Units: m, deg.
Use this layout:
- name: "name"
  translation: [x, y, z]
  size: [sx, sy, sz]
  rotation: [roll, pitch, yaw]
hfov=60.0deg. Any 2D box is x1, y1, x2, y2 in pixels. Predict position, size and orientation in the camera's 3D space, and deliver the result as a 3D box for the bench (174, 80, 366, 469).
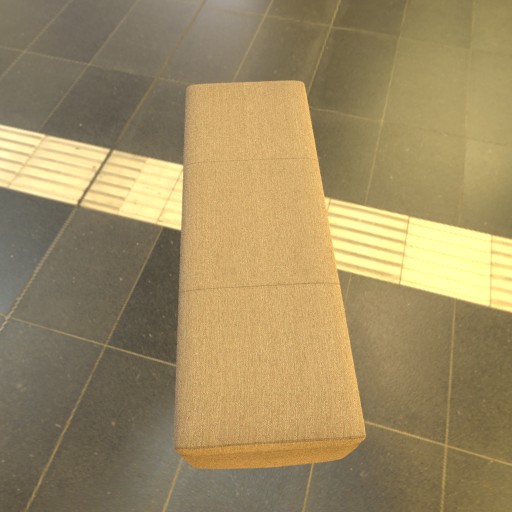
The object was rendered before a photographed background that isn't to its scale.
- name: "bench"
  translation: [0.000, 0.000, 1.485]
  size: [0.446, 0.438, 1.269]
  rotation: [-3, 59, -2]
